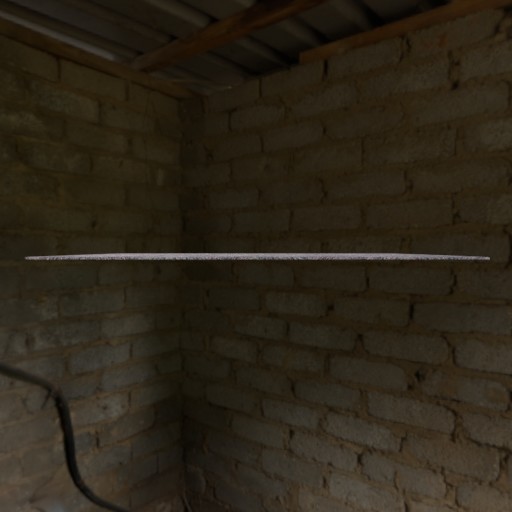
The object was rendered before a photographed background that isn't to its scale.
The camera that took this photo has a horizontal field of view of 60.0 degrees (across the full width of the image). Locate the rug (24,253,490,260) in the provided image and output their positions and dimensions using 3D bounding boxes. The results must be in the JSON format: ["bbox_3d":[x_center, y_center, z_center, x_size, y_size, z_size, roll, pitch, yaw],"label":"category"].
[{"bbox_3d":[0.000,0.000,2.222,1.752,0.013,1.158,0,1,-1],"label":"rug"}]
